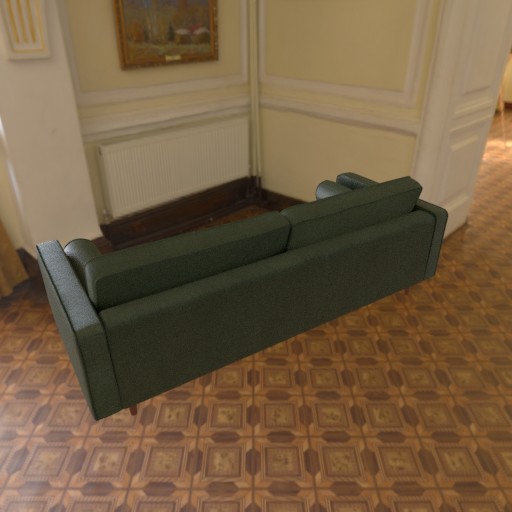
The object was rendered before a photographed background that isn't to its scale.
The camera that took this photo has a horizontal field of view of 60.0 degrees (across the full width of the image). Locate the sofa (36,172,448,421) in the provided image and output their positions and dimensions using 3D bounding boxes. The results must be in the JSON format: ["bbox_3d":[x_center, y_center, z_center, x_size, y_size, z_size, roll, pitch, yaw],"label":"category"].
[{"bbox_3d":[0.000,0.000,2.585,2.199,0.769,0.918,-17,34,-28],"label":"sofa"}]
